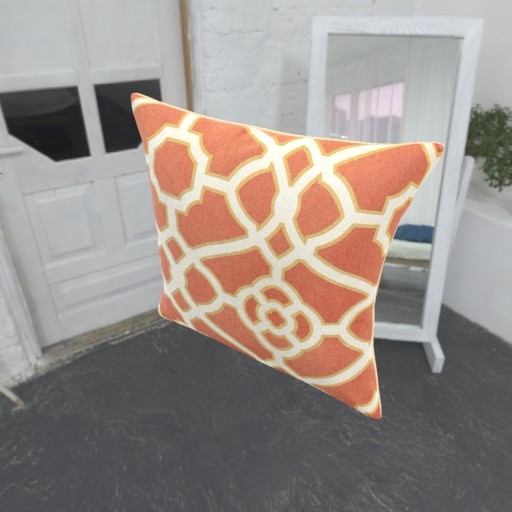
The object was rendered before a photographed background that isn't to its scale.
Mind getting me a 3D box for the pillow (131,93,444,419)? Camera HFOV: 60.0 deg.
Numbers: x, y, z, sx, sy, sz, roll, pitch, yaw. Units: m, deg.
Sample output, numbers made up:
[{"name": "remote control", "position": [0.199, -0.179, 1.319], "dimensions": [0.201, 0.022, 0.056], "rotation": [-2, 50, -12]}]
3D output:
[{"name": "pillow", "position": [0.000, 0.000, 0.806], "dimensions": [0.552, 0.508, 0.166], "rotation": [19, 37, 28]}]
